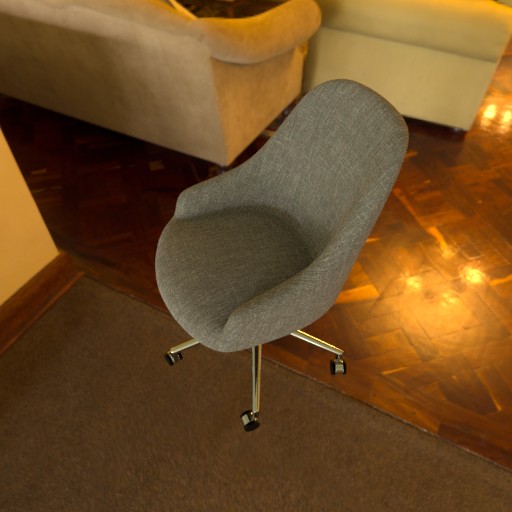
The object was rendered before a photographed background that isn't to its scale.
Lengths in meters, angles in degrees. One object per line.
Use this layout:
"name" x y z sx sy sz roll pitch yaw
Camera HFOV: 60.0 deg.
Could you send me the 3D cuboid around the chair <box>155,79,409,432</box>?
"chair" 0.000 0.000 1.403 0.712 0.950 0.671 -16 49 -15
